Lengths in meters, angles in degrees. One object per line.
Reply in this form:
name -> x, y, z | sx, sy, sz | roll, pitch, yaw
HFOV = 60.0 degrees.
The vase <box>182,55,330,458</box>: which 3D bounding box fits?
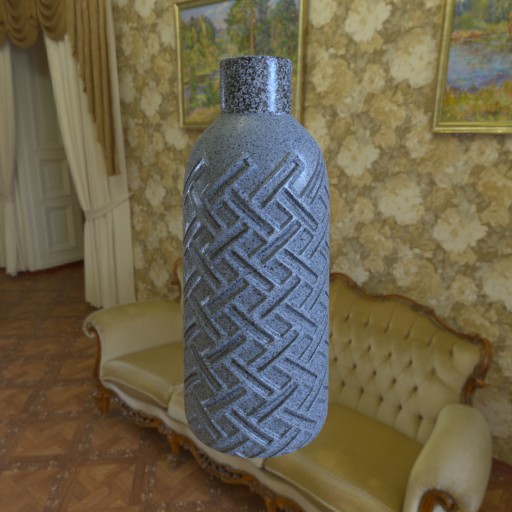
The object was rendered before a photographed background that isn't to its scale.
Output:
vase -> 0.000, 0.000, 0.347 | 0.122, 0.282, 0.122 | 0, 15, 0
